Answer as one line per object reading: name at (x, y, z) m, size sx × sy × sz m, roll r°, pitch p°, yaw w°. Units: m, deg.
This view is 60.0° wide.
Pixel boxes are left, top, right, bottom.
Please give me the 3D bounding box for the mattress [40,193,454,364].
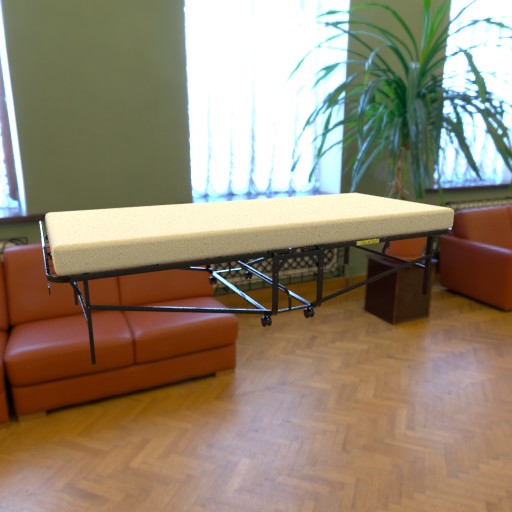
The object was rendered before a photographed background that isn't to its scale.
mattress at (0.000, 0.000, 2.503) m, size 2.153 × 0.519 × 0.922 m, roll -7°, pitch 16°, yaw -25°
